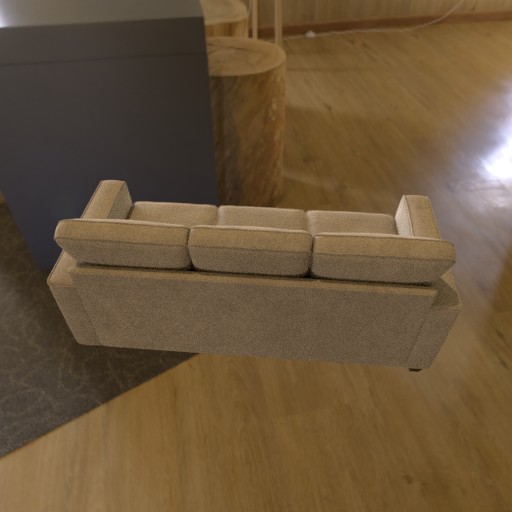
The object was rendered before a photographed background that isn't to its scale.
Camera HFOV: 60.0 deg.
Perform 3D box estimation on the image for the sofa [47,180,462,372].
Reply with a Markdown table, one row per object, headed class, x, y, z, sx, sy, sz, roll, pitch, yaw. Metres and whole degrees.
| class | x | y | z | sx | sy | sz | roll | pitch | yaw |
| --- | --- | --- | --- | --- | --- | --- | --- | --- | --- |
| sofa | 0.000 | 0.000 | 2.674 | 2.133 | 0.965 | 0.939 | 3 | 46 | 3 |
